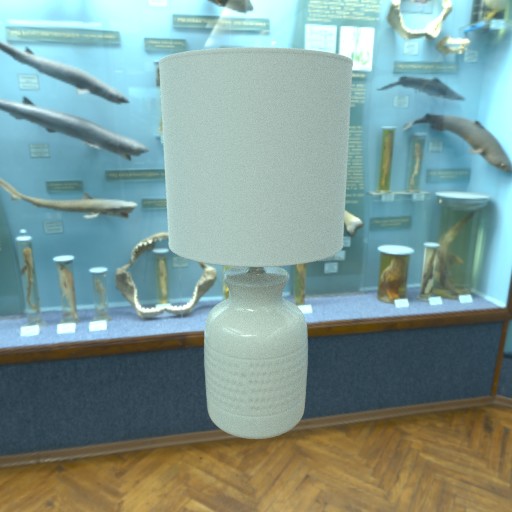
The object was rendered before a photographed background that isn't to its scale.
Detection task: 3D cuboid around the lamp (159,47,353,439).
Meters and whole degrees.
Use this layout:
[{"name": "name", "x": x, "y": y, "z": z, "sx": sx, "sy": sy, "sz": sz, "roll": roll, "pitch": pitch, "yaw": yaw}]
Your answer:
[{"name": "lamp", "x": 0.000, "y": 0.000, "z": 0.490, "sx": 0.188, "sy": 0.392, "sz": 0.188, "roll": -3, "pitch": 16, "yaw": -10}]
